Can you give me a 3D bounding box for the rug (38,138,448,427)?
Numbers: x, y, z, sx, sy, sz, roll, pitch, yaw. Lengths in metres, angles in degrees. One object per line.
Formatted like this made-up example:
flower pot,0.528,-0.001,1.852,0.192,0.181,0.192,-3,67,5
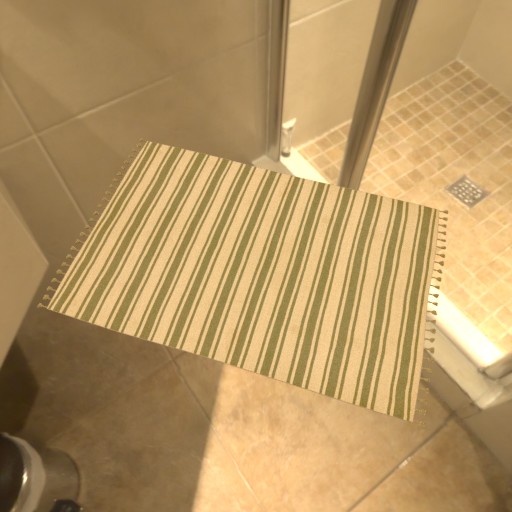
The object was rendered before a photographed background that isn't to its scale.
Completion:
rug,0.000,0.000,2.981,2.435,0.018,1.540,15,60,9
